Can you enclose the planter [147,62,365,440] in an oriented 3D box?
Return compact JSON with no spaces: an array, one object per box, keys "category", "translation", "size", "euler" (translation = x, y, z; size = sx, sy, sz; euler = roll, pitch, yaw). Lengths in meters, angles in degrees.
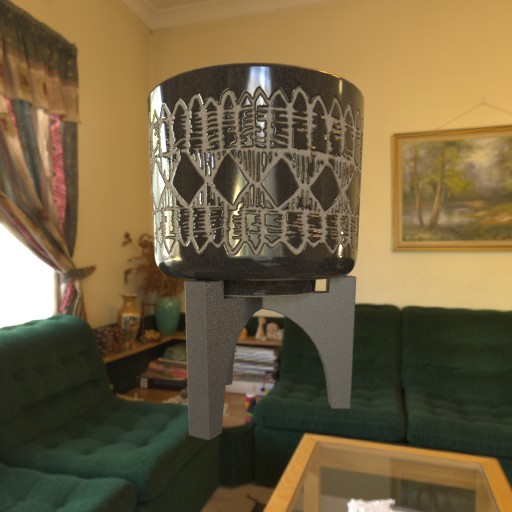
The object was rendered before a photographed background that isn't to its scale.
[{"category":"planter","translation":[0.000,0.000,0.527],"size":[0.251,0.355,0.251],"euler":[0,0,1]}]
